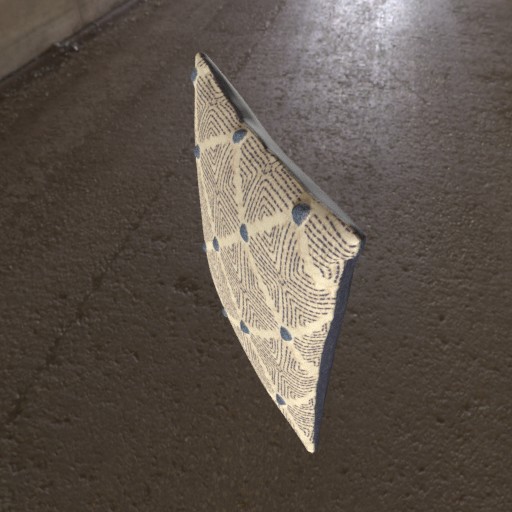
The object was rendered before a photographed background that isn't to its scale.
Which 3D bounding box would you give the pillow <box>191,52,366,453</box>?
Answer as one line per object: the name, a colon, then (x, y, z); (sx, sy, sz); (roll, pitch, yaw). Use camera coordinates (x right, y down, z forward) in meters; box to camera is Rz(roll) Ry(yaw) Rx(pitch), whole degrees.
pillow: (0.000, 0.000, 0.760); (0.145, 0.510, 0.510); (-17, 47, -16)
